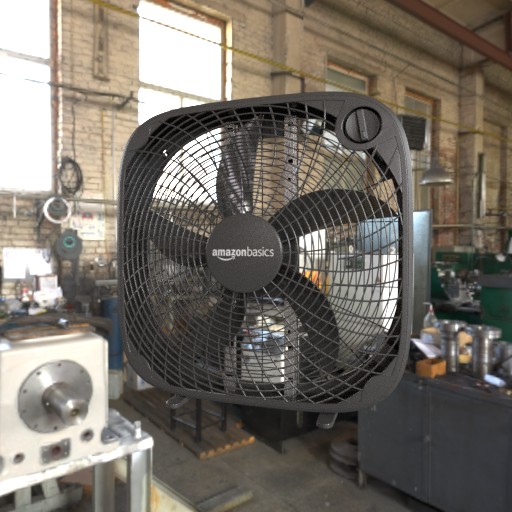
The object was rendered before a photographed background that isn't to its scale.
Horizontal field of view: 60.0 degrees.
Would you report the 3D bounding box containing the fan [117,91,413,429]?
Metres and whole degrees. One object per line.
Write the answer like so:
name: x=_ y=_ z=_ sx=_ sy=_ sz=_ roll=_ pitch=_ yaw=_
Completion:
fan: x=0.000 y=0.000 z=0.788 sx=0.526 sy=0.533 sz=0.142 roll=0 pitch=1 yaw=19
